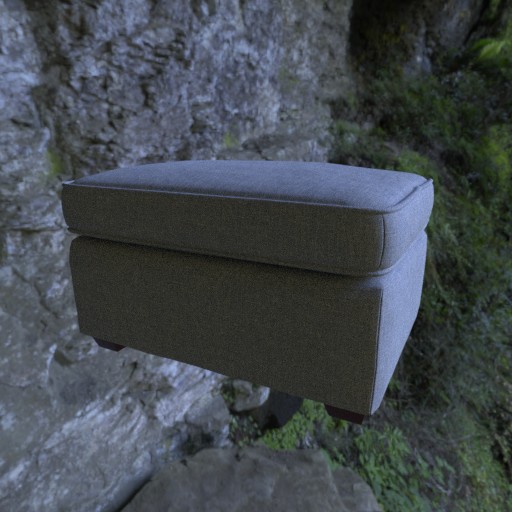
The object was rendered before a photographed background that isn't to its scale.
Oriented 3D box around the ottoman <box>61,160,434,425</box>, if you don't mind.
[{"bbox_3d":[0.000,0.000,1.107,0.762,0.457,0.559,8,18,26],"label":"ottoman"}]
